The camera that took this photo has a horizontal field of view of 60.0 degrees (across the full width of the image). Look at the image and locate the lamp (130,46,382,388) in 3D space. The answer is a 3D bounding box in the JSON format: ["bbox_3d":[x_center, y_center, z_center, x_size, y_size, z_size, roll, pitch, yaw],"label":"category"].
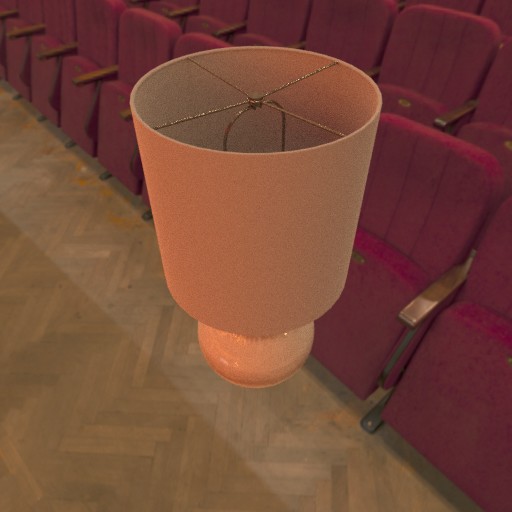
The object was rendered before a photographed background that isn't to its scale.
[{"bbox_3d":[0.000,0.000,0.527,0.217,0.404,0.217,-30,52,-28],"label":"lamp"}]
